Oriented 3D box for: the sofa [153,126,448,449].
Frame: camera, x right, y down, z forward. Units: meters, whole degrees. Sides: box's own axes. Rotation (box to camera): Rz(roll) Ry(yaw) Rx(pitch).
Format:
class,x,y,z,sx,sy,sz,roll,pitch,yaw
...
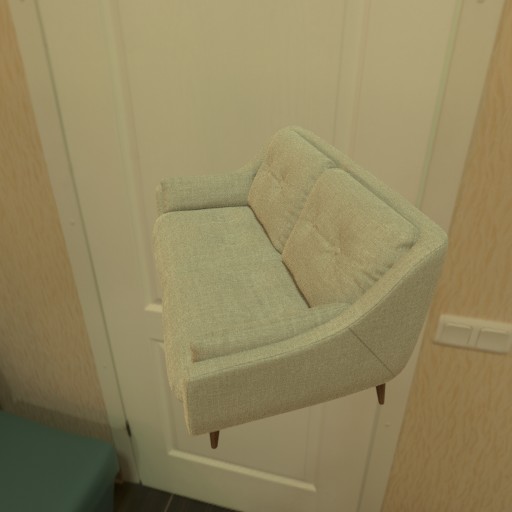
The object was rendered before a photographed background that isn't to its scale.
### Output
class,x,y,z,sx,sy,sz,roll,pitch,yaw
sofa,0.000,0.000,2.163,0.965,0.888,1.652,-7,31,-12
